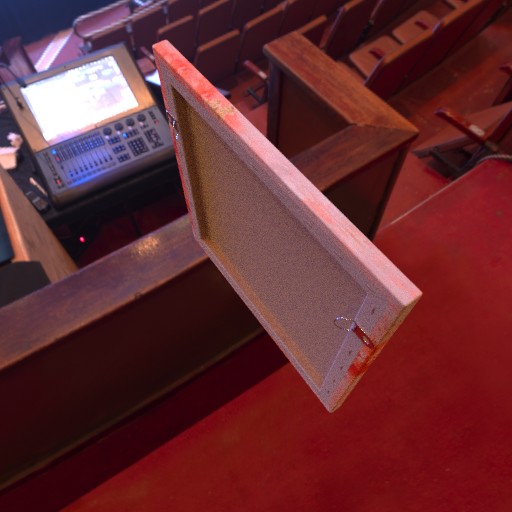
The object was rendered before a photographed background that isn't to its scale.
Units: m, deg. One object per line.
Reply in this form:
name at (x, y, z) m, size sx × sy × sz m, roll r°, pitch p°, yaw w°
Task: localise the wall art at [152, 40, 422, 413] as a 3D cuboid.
wall art at (0.000, 0.000, 1.109) m, size 0.064 × 0.746 × 0.747 m, roll -32°, pitch 64°, yaw -17°
